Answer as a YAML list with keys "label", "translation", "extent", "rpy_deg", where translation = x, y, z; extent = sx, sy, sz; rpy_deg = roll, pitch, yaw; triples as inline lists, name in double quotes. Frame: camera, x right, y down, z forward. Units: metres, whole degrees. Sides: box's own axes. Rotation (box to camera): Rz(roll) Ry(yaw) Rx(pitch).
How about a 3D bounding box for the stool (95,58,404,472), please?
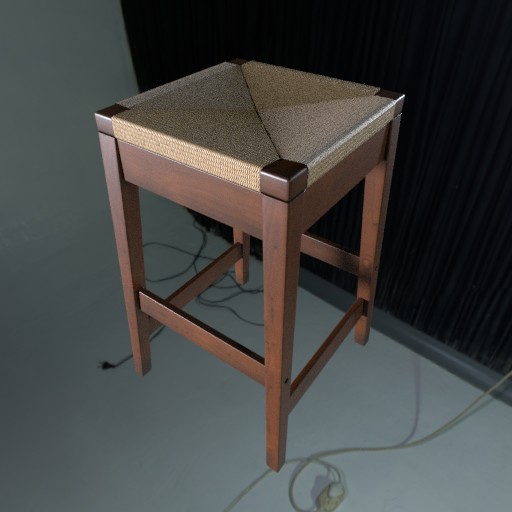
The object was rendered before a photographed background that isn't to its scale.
- label: "stool"
  translation: [0.000, 0.000, 1.086]
  extent: [0.497, 0.762, 0.507]
  rpy_deg: [25, 45, 27]
